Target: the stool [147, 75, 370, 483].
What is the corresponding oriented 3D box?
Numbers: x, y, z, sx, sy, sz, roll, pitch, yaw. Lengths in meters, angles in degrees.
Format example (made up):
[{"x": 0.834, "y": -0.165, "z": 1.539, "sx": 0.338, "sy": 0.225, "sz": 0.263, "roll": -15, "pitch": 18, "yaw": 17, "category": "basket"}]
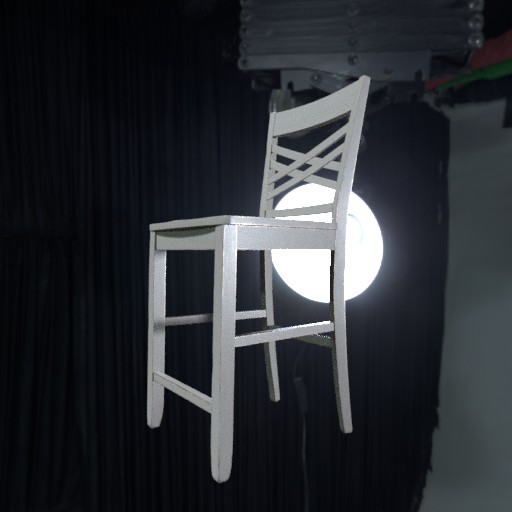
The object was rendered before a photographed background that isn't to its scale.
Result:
[{"x": 0.000, "y": 0.000, "z": 1.369, "sx": 0.539, "sy": 1.079, "sz": 0.462, "roll": 0, "pitch": 1, "yaw": -36, "category": "stool"}]
